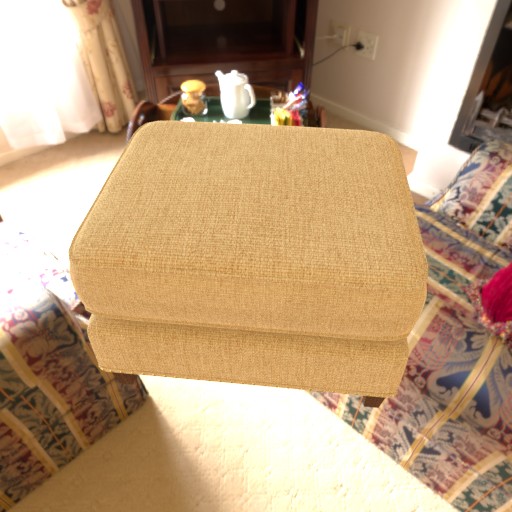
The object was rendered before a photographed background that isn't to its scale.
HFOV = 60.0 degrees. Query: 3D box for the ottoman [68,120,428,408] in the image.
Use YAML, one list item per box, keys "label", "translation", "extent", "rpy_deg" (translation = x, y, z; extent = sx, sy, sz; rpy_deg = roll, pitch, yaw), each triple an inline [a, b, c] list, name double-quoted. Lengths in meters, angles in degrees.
- label: "ottoman"
  translation: [0.000, 0.000, 1.163]
  extent: [0.738, 0.537, 0.589]
  rpy_deg: [4, 45, 4]
